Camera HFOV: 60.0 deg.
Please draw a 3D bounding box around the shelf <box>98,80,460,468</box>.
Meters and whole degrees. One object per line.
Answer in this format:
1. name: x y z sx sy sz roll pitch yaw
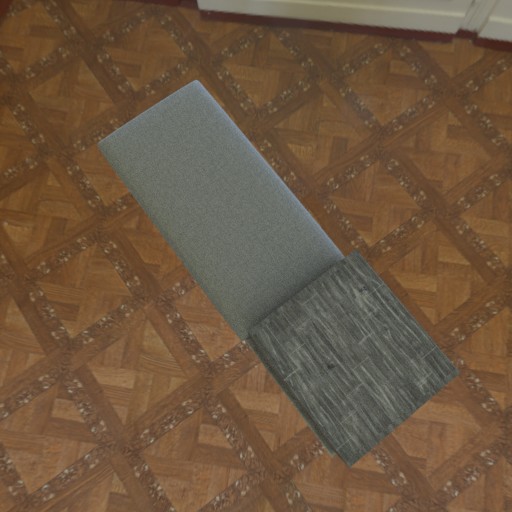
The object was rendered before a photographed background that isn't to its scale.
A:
1. shelf: 0.000 0.000 1.611 0.457 0.633 1.342 -36 79 -8
